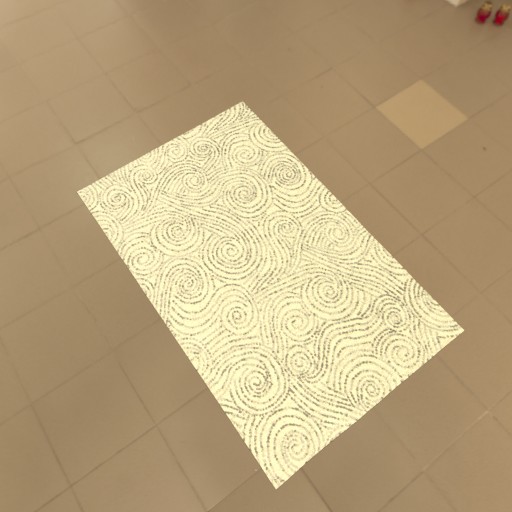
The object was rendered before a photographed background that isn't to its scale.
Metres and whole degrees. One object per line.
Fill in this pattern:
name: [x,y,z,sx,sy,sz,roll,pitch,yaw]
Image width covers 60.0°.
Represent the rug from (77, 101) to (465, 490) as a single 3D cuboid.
rug: [0.000,0.000,3.065,1.524,0.005,2.439,-34,69,-15]
